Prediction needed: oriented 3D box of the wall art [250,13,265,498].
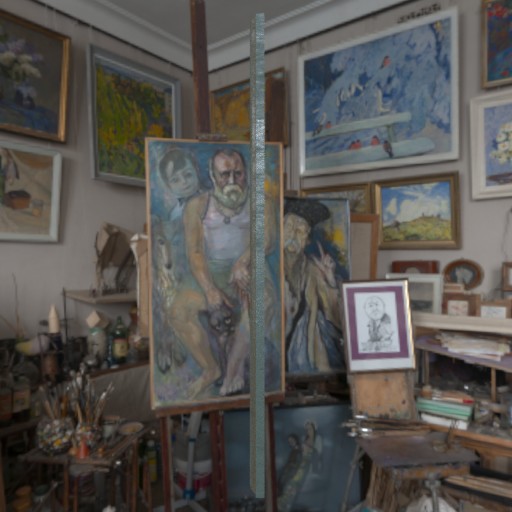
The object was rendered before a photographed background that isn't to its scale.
[{"bbox_3d":[0.000,0.000,1.282,0.030,0.983,0.767,0,0,0],"label":"wall art"}]
